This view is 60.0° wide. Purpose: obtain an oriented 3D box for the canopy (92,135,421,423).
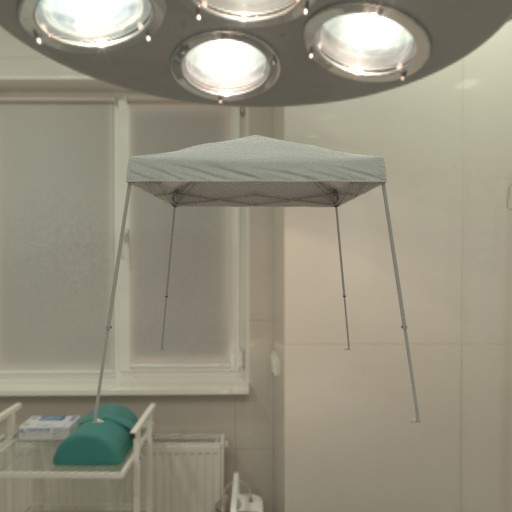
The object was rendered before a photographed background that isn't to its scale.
[{"bbox_3d":[0.000,0.000,5.241,2.849,2.849,2.848,0,1,0],"label":"canopy"}]
